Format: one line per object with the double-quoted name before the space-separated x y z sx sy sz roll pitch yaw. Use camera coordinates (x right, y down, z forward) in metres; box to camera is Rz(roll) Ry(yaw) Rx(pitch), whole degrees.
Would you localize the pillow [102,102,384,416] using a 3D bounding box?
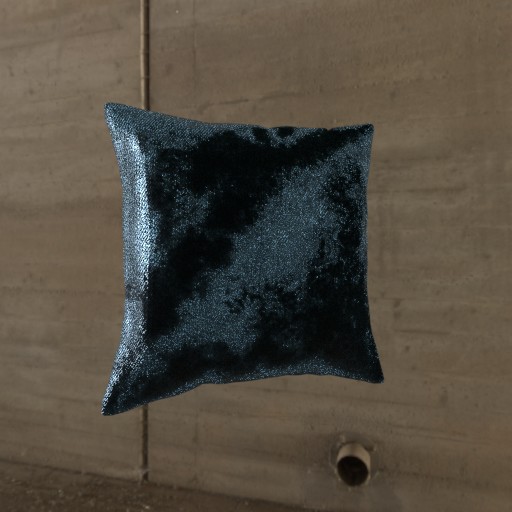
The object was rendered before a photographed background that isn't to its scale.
"pillow" 0.000 0.000 0.662 0.436 0.430 0.138 0 0 -17
